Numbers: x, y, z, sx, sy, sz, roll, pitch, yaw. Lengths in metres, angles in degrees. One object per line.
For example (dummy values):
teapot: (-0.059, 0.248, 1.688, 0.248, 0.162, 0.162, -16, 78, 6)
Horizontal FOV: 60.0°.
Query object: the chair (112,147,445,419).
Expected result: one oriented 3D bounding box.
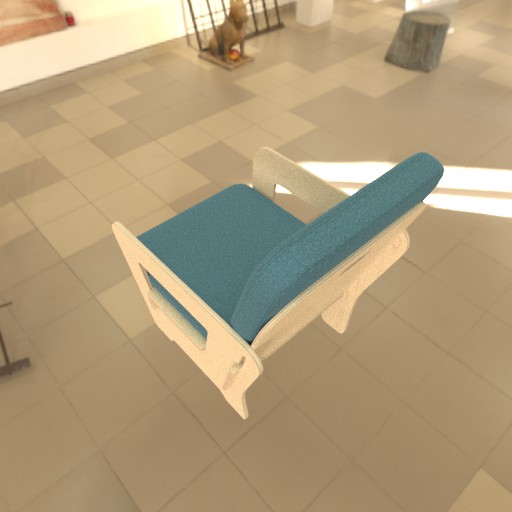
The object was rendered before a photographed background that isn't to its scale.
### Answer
chair: (0.000, 0.000, 1.191, 0.547, 0.747, 0.657, -33, 55, -28)
